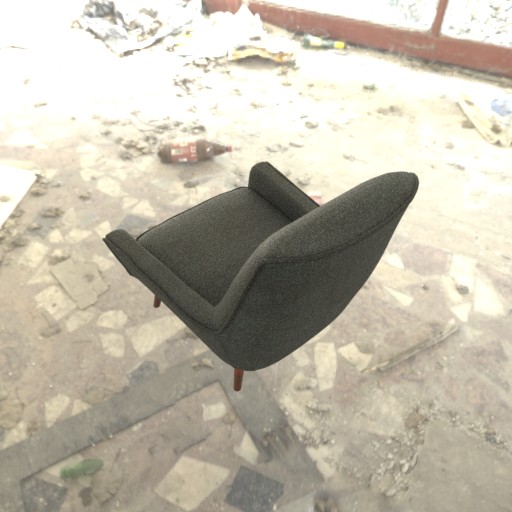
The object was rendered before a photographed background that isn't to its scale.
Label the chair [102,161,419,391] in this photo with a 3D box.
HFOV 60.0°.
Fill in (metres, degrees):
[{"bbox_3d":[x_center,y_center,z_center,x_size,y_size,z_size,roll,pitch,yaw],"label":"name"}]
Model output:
[{"bbox_3d":[0.000,0.000,1.543,0.763,0.883,0.859,-30,53,-26],"label":"chair"}]
